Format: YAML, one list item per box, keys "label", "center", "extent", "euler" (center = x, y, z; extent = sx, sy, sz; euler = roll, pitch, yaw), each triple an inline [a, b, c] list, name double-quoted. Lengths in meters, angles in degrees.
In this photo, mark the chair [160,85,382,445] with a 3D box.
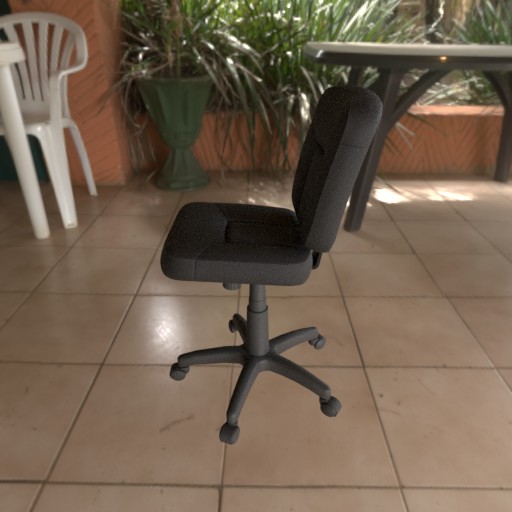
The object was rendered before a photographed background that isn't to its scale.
- label: "chair"
  center: [0.000, 0.000, 1.363]
  extent: [0.610, 0.972, 0.610]
  euler: [0, 27, 0]
